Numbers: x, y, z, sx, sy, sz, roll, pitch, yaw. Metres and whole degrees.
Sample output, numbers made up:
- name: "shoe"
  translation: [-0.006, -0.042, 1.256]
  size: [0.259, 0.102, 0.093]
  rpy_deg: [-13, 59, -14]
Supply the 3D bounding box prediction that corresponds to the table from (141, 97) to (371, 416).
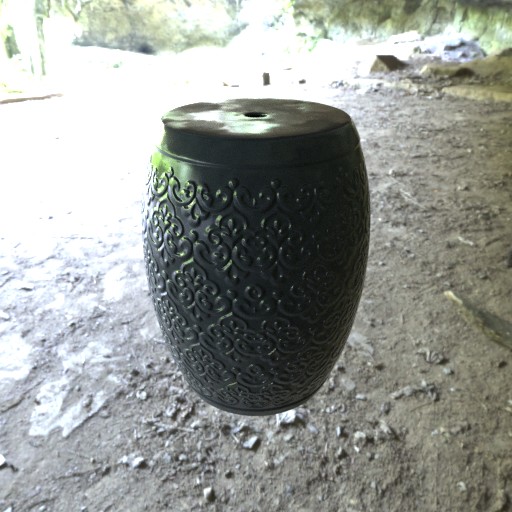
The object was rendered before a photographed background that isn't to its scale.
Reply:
- name: "table"
  translation: [0.000, 0.000, 0.634]
  size: [0.309, 0.397, 0.309]
  rpy_deg: [0, 30, 0]
